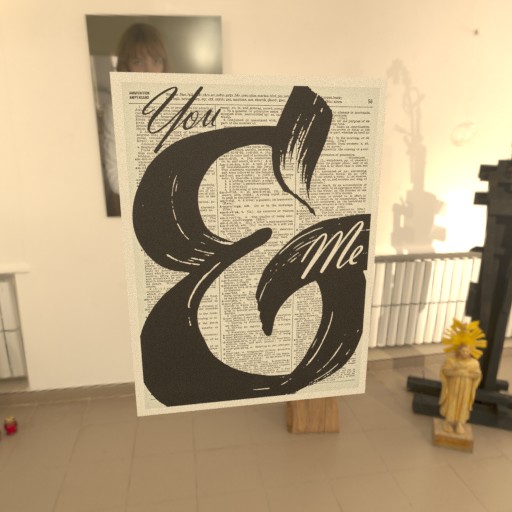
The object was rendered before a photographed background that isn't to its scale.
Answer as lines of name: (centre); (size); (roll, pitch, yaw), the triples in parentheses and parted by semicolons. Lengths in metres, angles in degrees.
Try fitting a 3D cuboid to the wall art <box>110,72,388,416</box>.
wall art: (0.000, 0.000, 0.801); (0.457, 0.609, 0.003); (-3, 15, -10)
